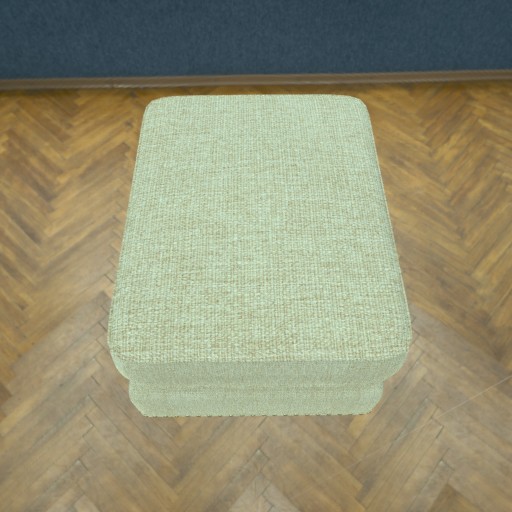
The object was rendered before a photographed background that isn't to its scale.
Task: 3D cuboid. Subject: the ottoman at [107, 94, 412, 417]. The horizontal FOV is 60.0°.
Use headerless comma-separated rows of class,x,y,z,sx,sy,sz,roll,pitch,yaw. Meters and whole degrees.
ottoman,0.000,0.000,1.148,0.589,0.537,0.738,-1,59,0
